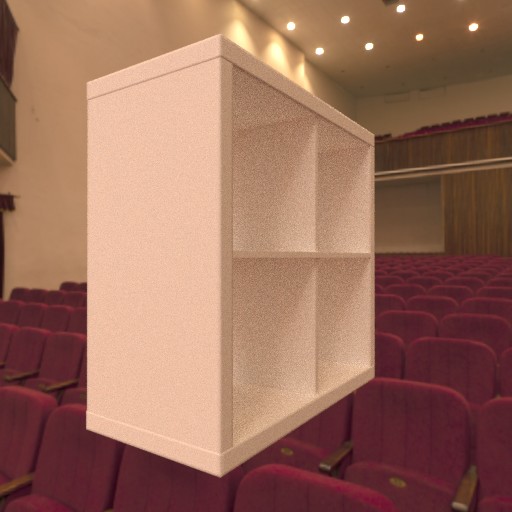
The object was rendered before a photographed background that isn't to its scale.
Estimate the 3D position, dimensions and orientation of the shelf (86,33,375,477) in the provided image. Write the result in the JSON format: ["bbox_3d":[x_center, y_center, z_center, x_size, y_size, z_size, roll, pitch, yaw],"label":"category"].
[{"bbox_3d":[0.000,0.000,1.221,0.390,0.786,0.790,0,0,34],"label":"shelf"}]
